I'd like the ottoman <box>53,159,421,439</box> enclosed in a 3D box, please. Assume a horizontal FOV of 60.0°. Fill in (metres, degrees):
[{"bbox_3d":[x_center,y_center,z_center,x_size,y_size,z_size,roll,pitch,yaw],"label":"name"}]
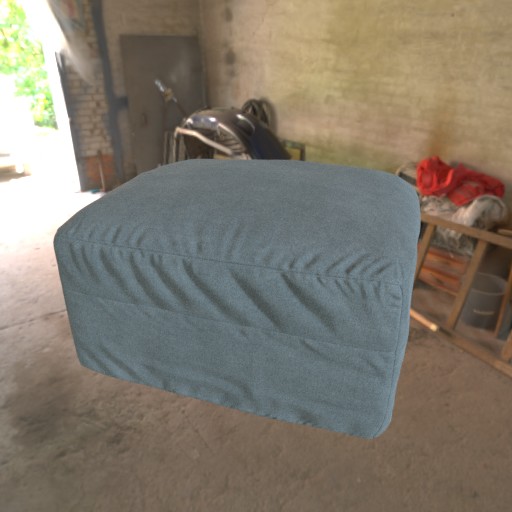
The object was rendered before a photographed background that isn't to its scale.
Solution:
[{"bbox_3d":[0.000,0.000,1.237,0.837,0.481,0.683,9,27,17],"label":"ottoman"}]
